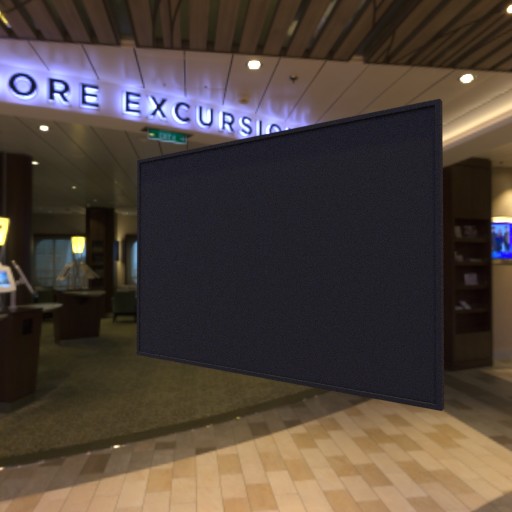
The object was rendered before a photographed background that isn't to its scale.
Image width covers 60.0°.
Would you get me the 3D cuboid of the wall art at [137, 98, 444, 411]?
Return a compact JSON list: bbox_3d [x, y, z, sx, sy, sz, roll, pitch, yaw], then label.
[{"bbox_3d":[0.000,0.000,1.497,1.190,0.805,0.028,-1,-1,36],"label":"wall art"}]
